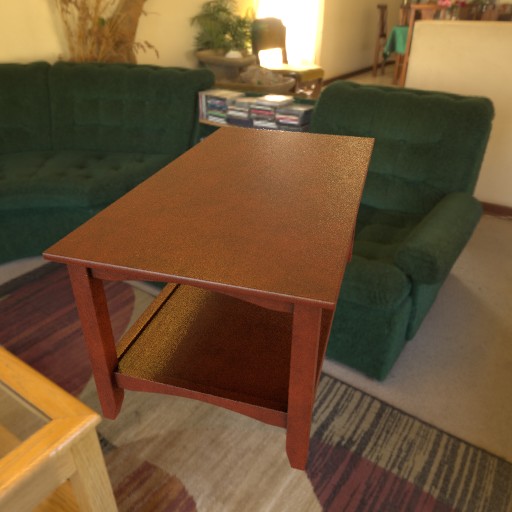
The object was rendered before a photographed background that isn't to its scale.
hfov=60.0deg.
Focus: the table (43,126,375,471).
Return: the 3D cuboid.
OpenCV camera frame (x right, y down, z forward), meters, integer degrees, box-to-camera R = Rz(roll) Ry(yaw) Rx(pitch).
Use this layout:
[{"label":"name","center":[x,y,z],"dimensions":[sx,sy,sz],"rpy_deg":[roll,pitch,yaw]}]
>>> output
[{"label":"table","center":[0.000,0.000,1.243],"dimensions":[0.533,0.456,0.943],"rpy_deg":[9,31,14]}]
